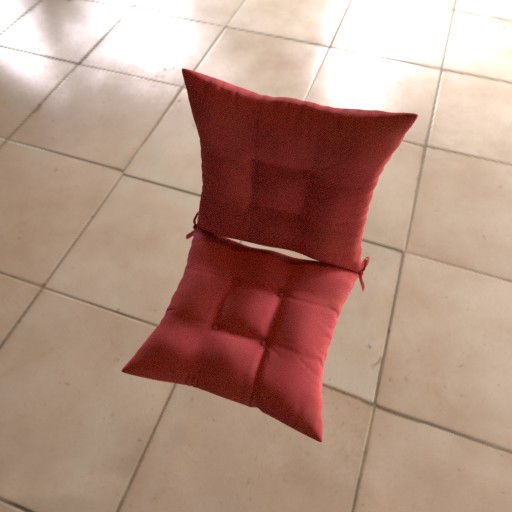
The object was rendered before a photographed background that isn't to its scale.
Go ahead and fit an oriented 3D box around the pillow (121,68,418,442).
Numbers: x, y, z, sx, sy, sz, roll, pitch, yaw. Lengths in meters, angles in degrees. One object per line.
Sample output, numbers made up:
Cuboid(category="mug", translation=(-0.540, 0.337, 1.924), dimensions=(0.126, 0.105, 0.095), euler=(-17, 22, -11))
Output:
Cuboid(category="pillow", translation=(0.000, 0.000, 1.003), dimensions=(0.541, 0.536, 0.585), euler=(16, 58, 10))
